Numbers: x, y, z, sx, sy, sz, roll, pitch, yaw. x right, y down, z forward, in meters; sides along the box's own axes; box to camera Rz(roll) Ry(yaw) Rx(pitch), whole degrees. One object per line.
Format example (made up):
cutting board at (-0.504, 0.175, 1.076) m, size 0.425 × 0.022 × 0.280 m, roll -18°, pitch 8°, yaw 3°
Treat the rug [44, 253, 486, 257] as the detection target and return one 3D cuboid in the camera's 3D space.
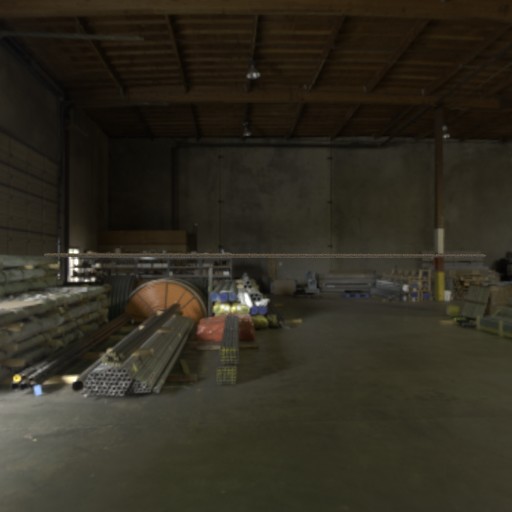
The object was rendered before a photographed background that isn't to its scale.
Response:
rug at (0.000, 0.000, 2.098) m, size 1.677 × 0.011 × 1.066 m, roll 0°, pitch 0°, yaw -17°
